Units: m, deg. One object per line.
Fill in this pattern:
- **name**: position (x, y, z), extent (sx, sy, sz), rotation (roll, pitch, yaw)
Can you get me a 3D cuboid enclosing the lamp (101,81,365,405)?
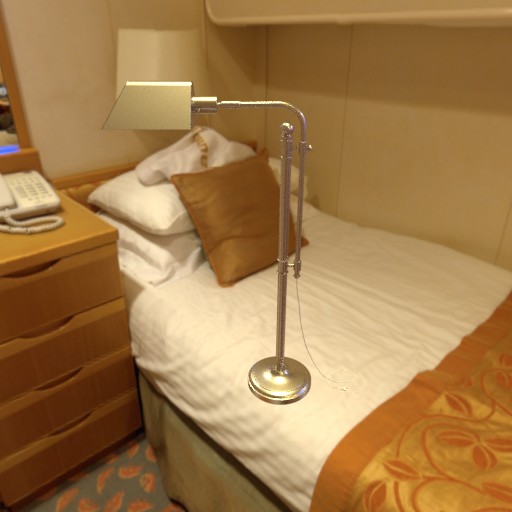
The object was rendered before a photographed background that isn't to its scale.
- **lamp**: position (0.000, 0.000, 0.959), extent (0.546, 0.708, 0.159), rotation (0, 27, 1)
